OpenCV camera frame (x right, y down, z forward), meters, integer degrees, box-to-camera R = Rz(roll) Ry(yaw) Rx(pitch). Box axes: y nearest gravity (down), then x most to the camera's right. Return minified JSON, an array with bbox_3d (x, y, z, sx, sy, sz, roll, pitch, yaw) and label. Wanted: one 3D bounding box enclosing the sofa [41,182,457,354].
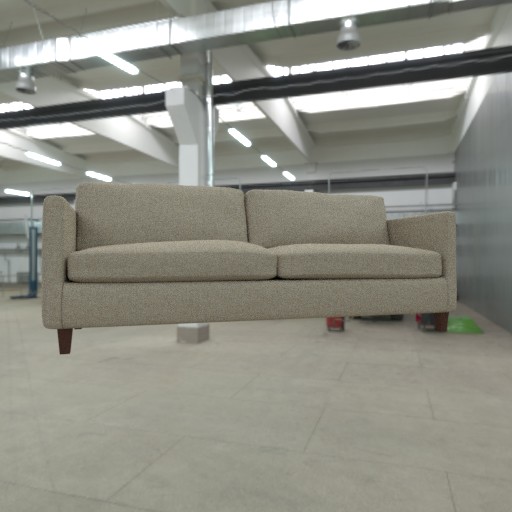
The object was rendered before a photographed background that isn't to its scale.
[{"bbox_3d":[0.000,0.000,2.888,2.434,0.965,0.951,0,-1,-18],"label":"sofa"}]
